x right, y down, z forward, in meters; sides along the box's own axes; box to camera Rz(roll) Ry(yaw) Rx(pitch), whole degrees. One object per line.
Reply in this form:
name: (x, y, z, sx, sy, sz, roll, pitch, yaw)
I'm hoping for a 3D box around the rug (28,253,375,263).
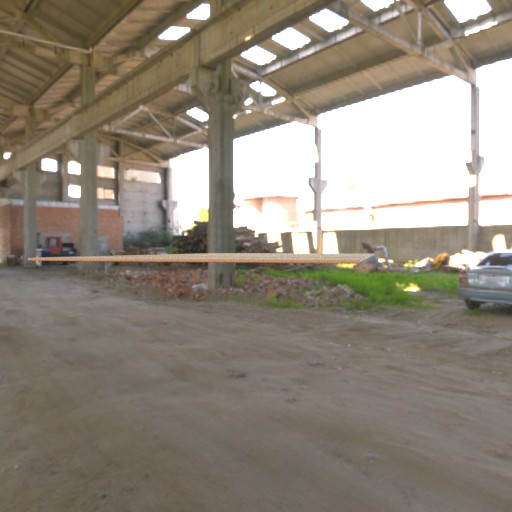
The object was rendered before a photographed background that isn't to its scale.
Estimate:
rug: (0.000, 0.000, 3.032, 1.523, 0.014, 2.438, 0, 1, 16)
